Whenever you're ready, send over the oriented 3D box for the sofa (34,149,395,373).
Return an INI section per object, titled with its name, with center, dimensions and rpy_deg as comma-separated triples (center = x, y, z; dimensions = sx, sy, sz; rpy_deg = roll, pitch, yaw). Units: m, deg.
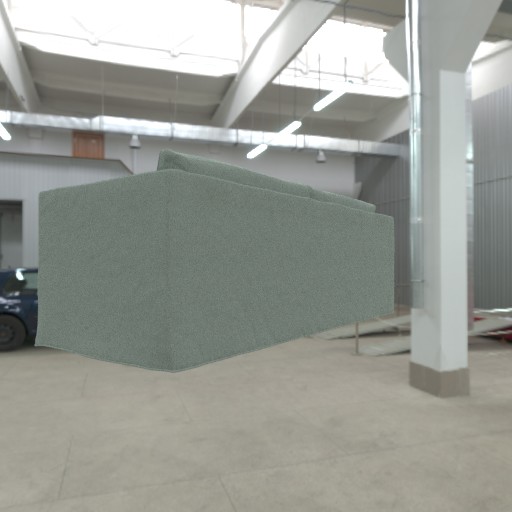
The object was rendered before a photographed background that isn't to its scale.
[sofa]
center = 0.000, 0.000, 2.739
dimensions = 0.962, 0.853, 2.312
rpy_deg = 0, -1, 37
